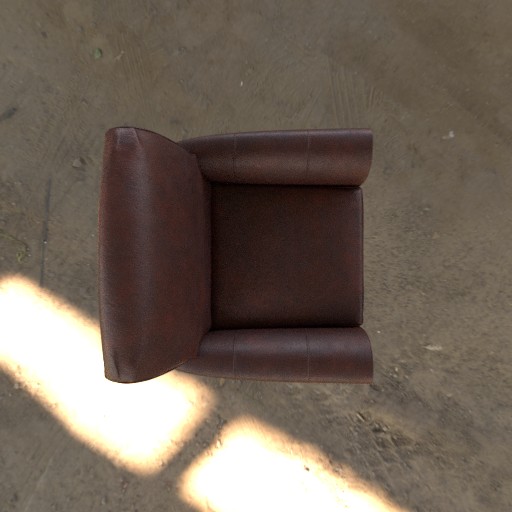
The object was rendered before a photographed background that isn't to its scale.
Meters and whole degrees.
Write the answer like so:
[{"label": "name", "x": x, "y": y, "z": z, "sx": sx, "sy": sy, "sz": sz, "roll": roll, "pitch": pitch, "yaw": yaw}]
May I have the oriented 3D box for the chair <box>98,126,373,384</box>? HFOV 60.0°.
[{"label": "chair", "x": 0.000, "y": 0.000, "z": 1.749, "sx": 0.902, "sy": 1.061, "sz": 0.978, "roll": 0, "pitch": 90, "yaw": 0}]
